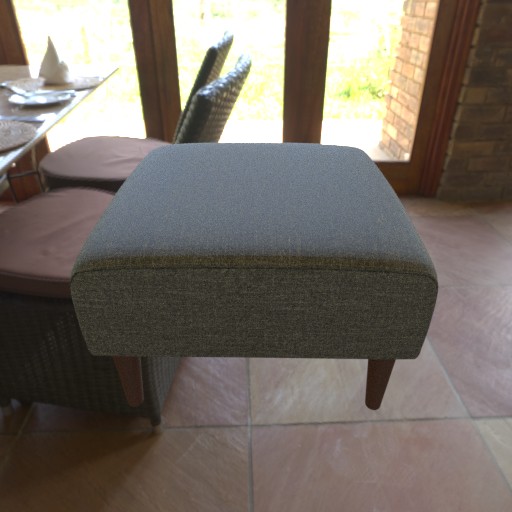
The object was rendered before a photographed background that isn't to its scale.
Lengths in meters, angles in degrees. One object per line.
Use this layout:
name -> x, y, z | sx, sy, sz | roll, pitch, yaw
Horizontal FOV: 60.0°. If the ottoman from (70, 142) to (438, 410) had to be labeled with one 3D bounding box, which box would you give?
ottoman -> 0.000, 0.000, 1.080 | 0.648, 0.399, 0.655 | 0, 31, 1
